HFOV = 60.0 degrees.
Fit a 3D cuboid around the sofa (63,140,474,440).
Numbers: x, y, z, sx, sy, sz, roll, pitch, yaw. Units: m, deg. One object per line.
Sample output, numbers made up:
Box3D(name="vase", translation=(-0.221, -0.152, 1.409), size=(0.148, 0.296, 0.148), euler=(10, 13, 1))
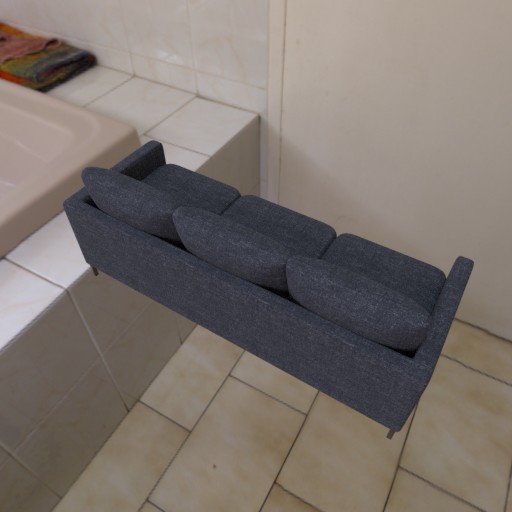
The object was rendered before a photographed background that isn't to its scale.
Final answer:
Box3D(name="sofa", translation=(0.000, 0.000, 2.647), size=(2.218, 0.874, 0.859), euler=(24, 51, 21))
